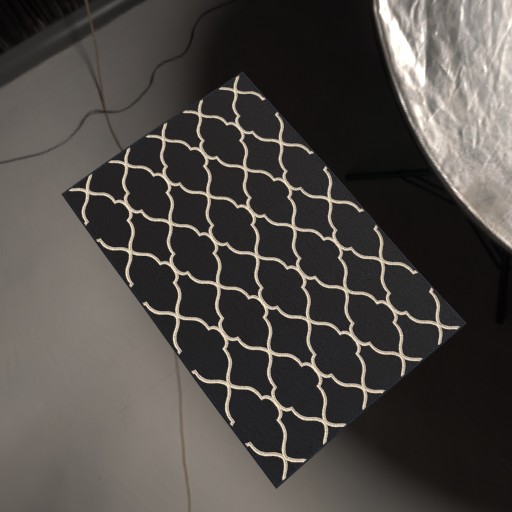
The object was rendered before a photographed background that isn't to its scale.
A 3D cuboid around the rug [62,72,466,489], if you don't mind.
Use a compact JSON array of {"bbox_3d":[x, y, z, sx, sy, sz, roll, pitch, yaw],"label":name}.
[{"bbox_3d":[0.000,0.000,2.853,1.528,0.014,2.294,-37,79,-9],"label":"rug"}]
